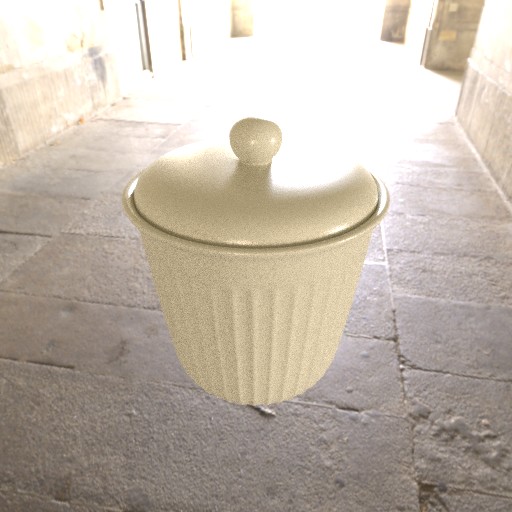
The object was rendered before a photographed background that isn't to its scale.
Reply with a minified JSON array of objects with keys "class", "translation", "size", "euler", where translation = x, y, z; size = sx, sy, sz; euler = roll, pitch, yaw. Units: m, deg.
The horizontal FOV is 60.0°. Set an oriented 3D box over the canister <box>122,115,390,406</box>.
[{"class":"canister","translation":[0.000,0.000,0.339],"size":[0.181,0.211,0.181],"euler":[0,32,0]}]
